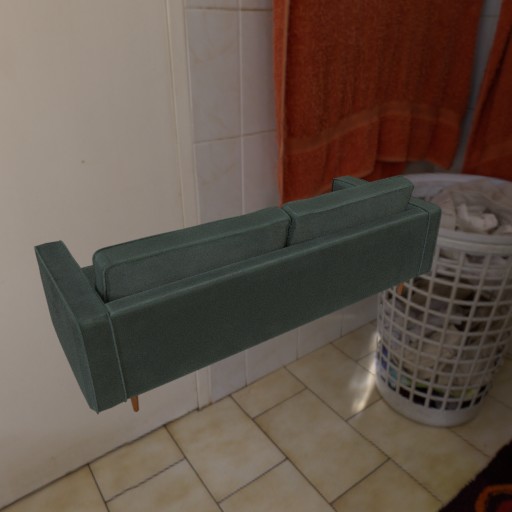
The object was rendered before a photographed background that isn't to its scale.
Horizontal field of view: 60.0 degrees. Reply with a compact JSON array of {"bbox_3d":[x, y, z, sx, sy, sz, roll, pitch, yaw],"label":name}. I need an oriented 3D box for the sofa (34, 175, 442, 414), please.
[{"bbox_3d":[0.000,0.000,2.577,2.214,0.781,0.886,-17,32,-30],"label":"sofa"}]
